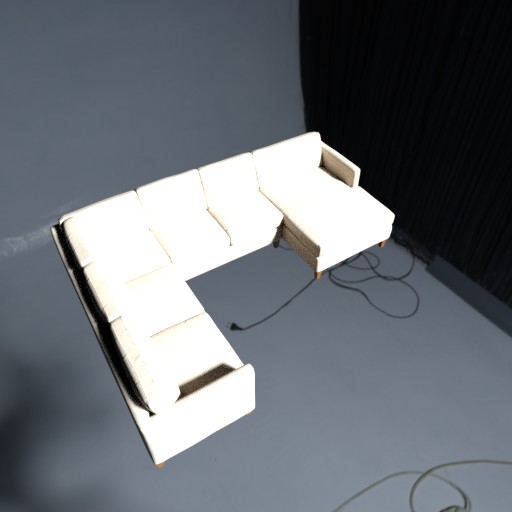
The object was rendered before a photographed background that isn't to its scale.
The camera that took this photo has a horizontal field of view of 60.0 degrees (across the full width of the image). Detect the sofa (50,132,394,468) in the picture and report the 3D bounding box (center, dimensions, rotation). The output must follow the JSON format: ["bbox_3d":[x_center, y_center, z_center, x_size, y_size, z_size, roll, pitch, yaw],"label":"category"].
[{"bbox_3d":[0.000,0.000,4.613,3.460,0.961,2.594,-24,49,-22],"label":"sofa"}]
